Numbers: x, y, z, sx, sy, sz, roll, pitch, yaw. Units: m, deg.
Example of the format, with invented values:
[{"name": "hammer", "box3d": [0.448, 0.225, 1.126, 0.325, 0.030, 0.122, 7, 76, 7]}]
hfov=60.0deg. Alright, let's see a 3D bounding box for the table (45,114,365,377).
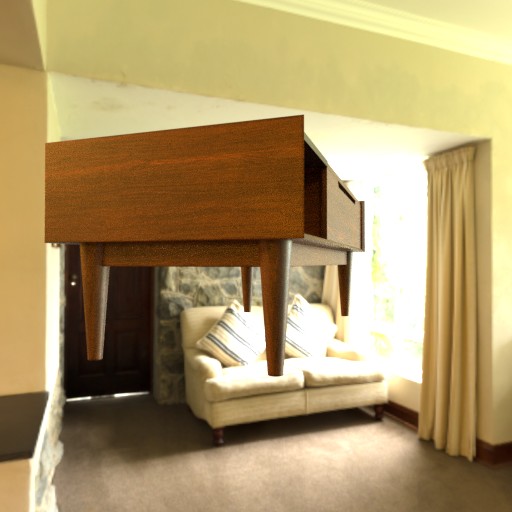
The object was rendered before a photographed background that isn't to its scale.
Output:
[{"name": "table", "box3d": [0.000, 0.000, 1.498, 0.610, 0.508, 1.221, 0, -1, 19]}]
